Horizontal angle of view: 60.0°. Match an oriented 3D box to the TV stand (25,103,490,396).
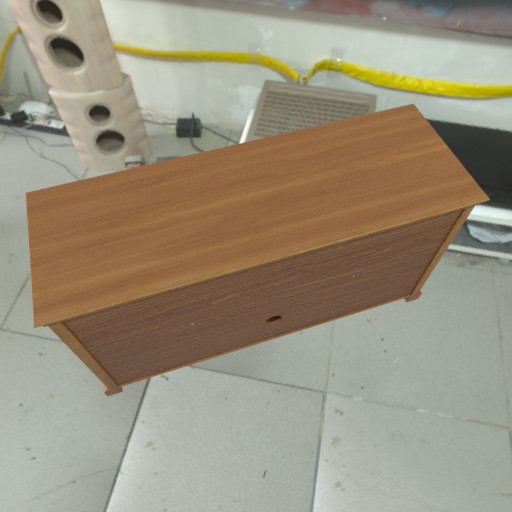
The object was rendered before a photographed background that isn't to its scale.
[{"bbox_3d":[0.000,0.000,1.441,1.181,0.607,0.417,-15,59,-10],"label":"TV stand"}]
